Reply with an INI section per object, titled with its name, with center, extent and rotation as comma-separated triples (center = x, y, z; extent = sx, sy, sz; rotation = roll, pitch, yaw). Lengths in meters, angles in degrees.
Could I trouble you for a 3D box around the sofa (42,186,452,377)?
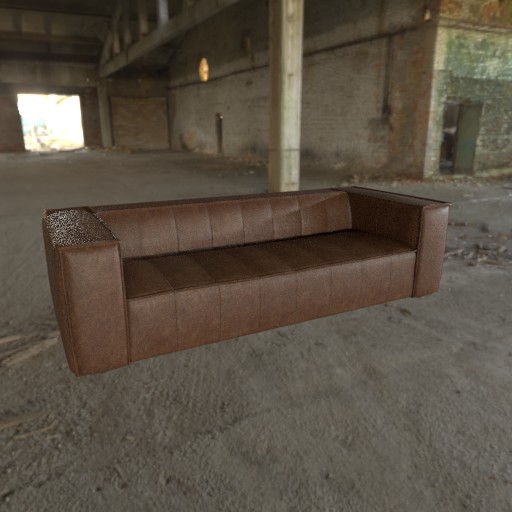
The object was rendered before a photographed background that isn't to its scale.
[sofa]
center = 0.000, 0.000, 3.038
extent = 2.581, 0.701, 1.102
rotation = -8, 18, -27
